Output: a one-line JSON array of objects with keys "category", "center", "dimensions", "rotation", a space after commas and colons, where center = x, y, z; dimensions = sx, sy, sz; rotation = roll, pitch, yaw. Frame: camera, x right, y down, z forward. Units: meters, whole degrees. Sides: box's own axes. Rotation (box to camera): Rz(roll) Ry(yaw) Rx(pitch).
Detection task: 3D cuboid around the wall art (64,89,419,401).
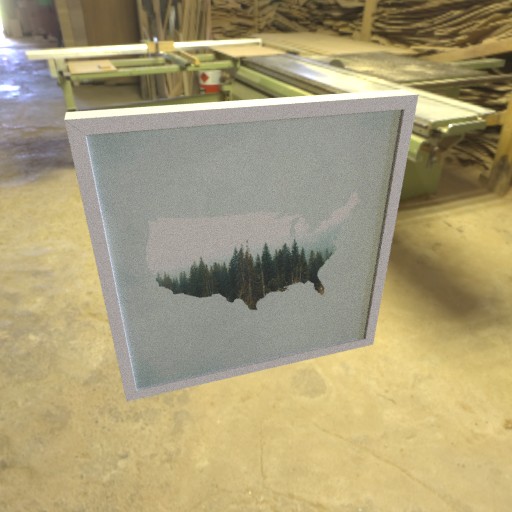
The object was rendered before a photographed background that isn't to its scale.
[{"category": "wall art", "center": [0.000, 0.000, 0.761], "dimensions": [0.509, 0.509, 0.040], "rotation": [-9, 32, -15]}]
